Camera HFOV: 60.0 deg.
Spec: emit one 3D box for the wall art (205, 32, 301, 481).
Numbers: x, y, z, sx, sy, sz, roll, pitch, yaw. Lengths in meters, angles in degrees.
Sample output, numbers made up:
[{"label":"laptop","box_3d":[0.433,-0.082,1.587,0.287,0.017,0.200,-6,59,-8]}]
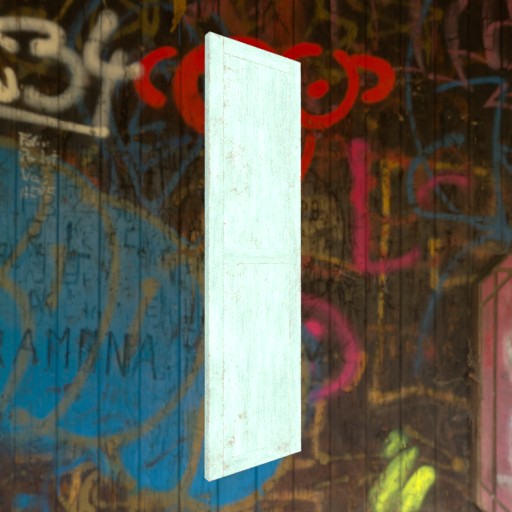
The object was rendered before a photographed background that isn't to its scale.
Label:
[{"label":"wall art","box_3d":[0.000,0.000,1.305,0.329,1.219,0.025,0,-1,-36]}]
